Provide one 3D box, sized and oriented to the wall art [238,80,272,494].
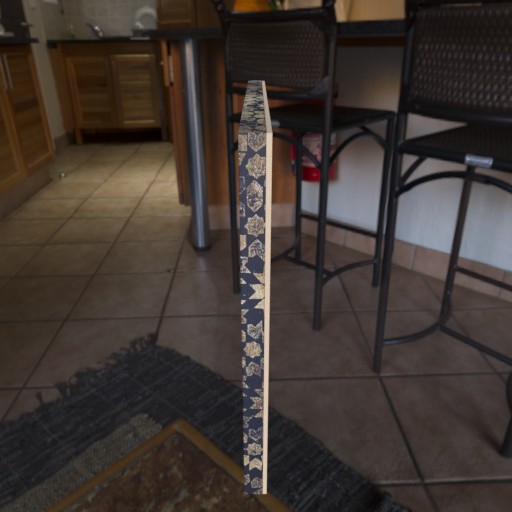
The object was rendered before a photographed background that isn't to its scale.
[{"bbox_3d":[0.000,0.000,0.899,0.038,0.612,0.612,0,27,0],"label":"wall art"}]
